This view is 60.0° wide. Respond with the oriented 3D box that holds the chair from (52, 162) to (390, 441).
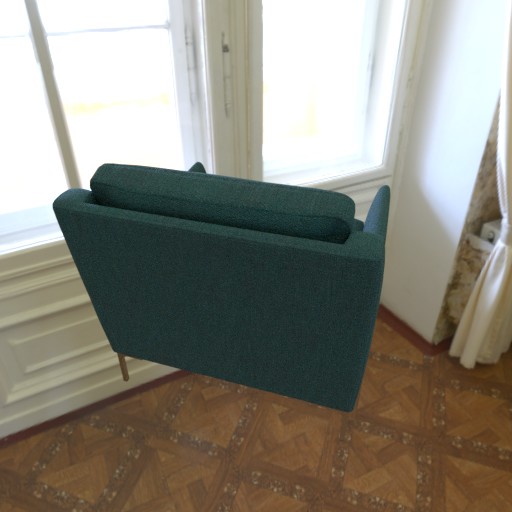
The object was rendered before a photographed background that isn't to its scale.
[{"bbox_3d":[0.000,0.000,1.527,0.847,0.828,0.849,10,34,15],"label":"chair"}]
